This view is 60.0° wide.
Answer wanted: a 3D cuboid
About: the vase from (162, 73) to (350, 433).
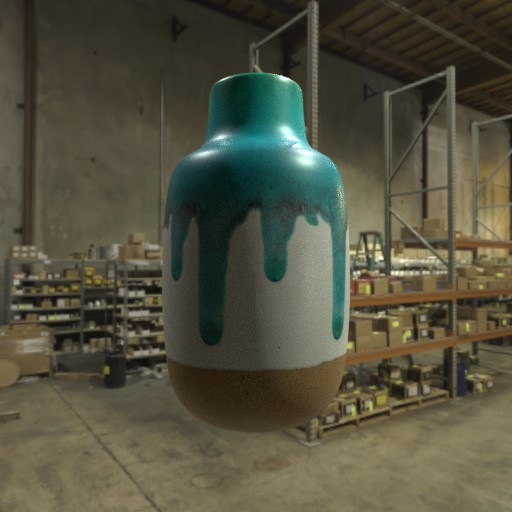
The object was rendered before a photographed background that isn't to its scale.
[{"bbox_3d":[0.000,0.000,0.256,0.106,0.192,0.106,0,-1,0],"label":"vase"}]
